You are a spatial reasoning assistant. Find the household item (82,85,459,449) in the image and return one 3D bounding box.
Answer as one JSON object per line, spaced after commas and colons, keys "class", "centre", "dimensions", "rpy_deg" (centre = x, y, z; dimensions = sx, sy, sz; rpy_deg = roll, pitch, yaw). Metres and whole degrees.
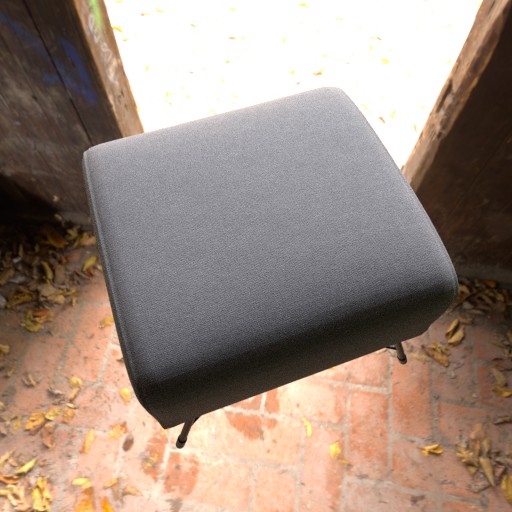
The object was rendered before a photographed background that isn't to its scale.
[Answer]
{"class": "household item", "centre": [0.000, 0.000, 0.875], "dimensions": [0.530, 0.410, 0.530], "rpy_deg": [-18, 64, -9]}
